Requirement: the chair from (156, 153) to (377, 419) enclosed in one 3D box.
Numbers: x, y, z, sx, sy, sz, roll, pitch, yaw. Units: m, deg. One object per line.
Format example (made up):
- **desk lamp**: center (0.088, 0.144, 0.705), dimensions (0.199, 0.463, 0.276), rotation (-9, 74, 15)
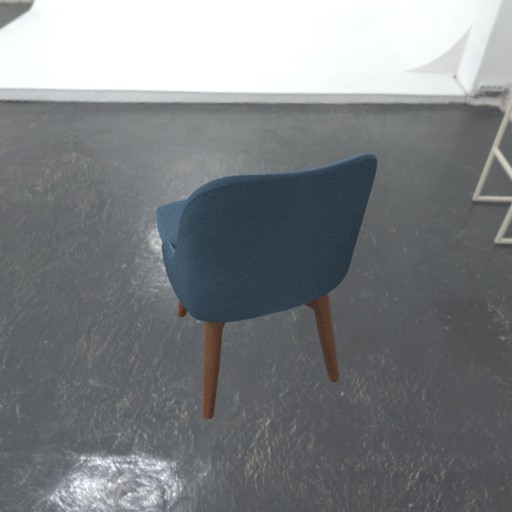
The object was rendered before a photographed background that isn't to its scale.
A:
- **chair**: center (0.000, 0.000, 1.248), dimensions (0.503, 0.882, 0.589), rotation (-12, 43, -13)
